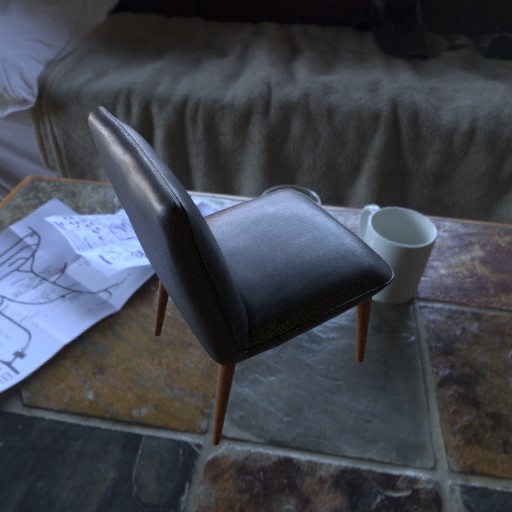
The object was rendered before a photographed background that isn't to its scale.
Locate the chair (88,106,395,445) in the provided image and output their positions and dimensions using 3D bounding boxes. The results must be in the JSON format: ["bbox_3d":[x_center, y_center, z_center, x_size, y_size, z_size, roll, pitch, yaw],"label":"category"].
[{"bbox_3d":[0.000,0.000,1.202,0.645,0.801,0.543,-25,47,-26],"label":"chair"}]
